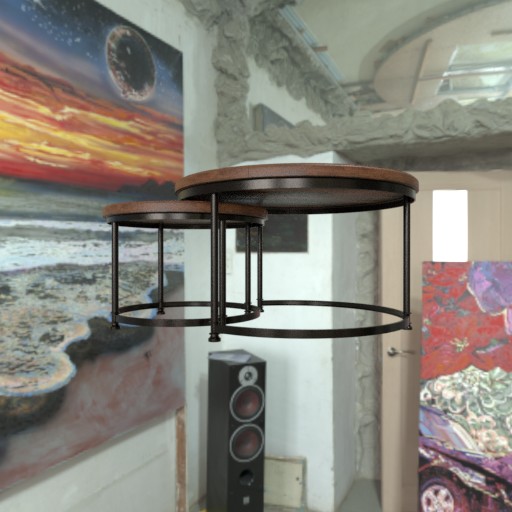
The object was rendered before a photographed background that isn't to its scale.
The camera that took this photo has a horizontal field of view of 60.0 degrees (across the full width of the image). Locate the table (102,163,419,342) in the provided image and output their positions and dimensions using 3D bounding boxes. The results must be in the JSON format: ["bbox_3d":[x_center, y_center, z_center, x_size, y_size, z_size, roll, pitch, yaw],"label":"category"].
[{"bbox_3d":[0.000,0.000,1.643,1.152,0.516,0.870,0,0,-1],"label":"table"}]
